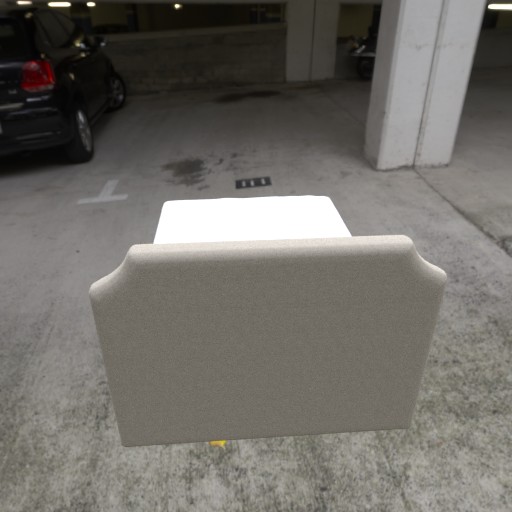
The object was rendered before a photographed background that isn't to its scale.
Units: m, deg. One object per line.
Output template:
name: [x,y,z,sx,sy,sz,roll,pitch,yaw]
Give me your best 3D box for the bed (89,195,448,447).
bed: [0.000,0.000,3.168,1.693,1.290,2.116,-2,30,-4]
